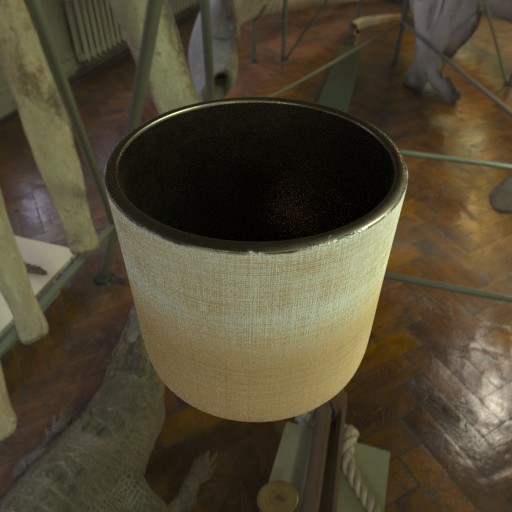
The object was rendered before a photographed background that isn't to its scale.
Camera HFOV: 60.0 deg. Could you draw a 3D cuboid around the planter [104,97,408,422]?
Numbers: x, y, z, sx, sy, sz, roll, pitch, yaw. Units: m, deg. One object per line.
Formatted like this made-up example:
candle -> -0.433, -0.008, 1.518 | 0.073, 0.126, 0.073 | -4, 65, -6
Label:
planter -> 0.000, 0.000, 0.391 | 0.221, 0.201, 0.221 | 0, 42, 0
